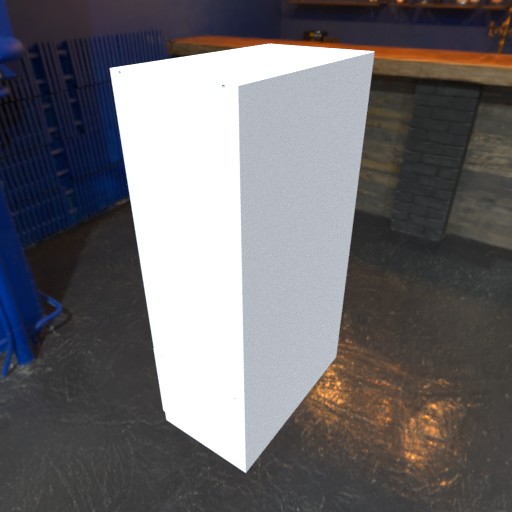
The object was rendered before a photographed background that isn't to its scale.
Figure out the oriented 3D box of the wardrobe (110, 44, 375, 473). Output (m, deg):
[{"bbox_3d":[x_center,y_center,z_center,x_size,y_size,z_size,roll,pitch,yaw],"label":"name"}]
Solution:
[{"bbox_3d":[0.000,0.000,2.206,0.577,1.808,0.991,20,36,30],"label":"wardrobe"}]
